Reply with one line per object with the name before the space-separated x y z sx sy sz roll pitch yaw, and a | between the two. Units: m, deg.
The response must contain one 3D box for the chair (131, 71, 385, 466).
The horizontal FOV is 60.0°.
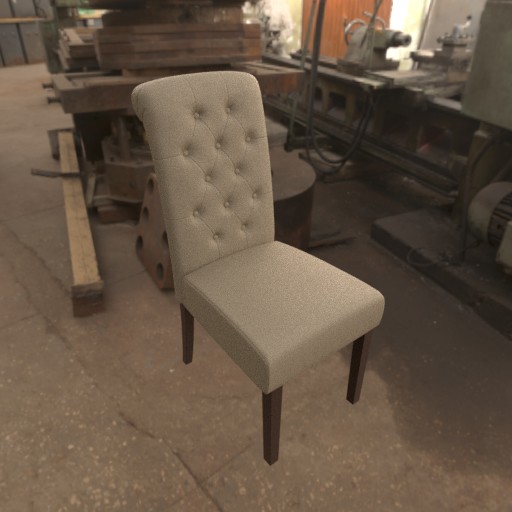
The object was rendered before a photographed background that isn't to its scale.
chair | 0.000 0.000 1.386 0.456 1.006 0.671 -22 37 -32
